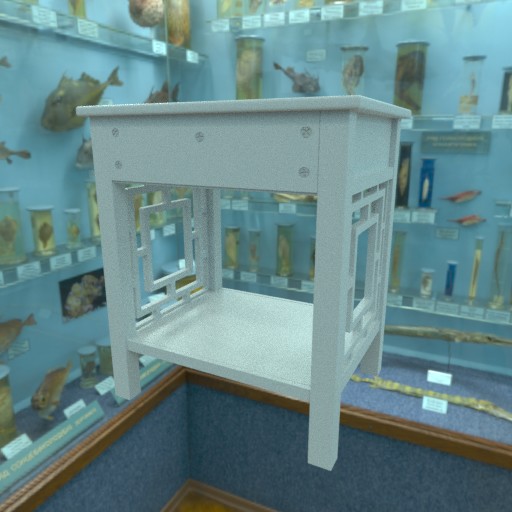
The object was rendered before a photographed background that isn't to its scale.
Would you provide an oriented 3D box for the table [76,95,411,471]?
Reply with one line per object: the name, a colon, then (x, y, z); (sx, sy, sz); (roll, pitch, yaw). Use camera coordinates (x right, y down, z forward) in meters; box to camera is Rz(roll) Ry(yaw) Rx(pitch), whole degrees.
table: (0.000, 0.000, 1.021); (0.564, 0.646, 0.451); (8, 17, 27)
